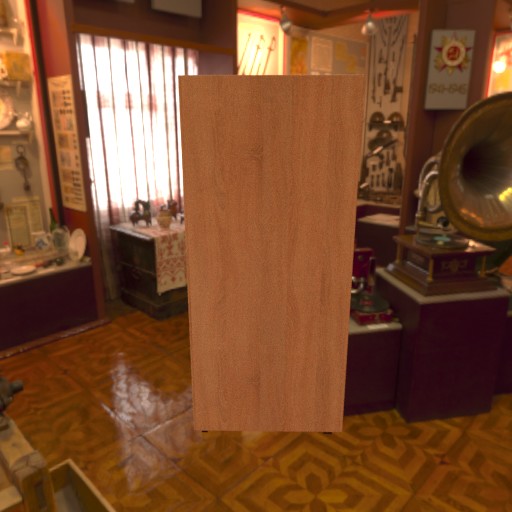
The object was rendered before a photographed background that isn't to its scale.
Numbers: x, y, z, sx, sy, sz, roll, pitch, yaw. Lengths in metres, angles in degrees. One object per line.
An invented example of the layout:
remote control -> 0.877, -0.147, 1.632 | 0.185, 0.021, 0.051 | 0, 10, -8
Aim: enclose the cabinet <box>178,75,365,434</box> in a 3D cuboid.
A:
cabinet -> 0.000, 0.000, 2.894 | 1.094, 2.120, 1.327 | -15, 22, -42
